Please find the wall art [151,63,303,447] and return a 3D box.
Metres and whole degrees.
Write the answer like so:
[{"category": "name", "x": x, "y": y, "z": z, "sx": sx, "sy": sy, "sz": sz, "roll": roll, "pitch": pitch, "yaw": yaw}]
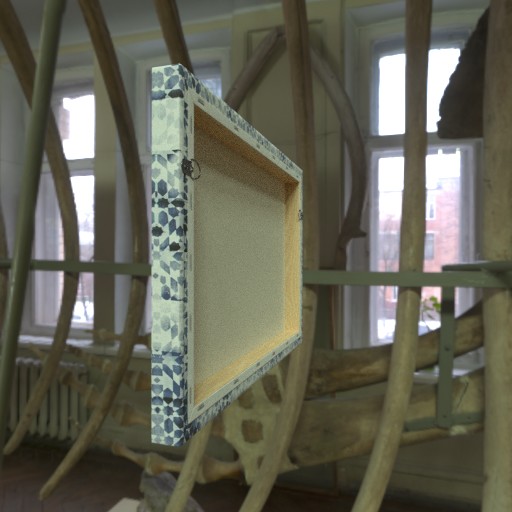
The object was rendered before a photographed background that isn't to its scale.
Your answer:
[{"category": "wall art", "x": 0.000, "y": 0.000, "z": 1.138, "sx": 0.057, "sy": 0.608, "sz": 0.911, "roll": 0, "pitch": 0, "yaw": 18}]
